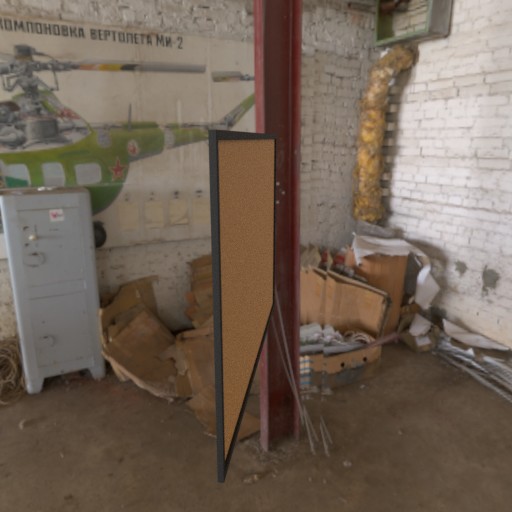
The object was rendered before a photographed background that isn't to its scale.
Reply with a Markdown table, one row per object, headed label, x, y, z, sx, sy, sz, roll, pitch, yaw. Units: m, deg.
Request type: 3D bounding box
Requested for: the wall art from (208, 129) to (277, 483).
| label | x | y | z | sx | sy | sz | roll | pitch | yaw |
| --- | --- | --- | --- | --- | --- | --- | --- | --- | --- |
| wall art | 0.000 | 0.000 | 1.243 | 0.013 | 0.665 | 0.963 | 2 | 15 | 8 |
